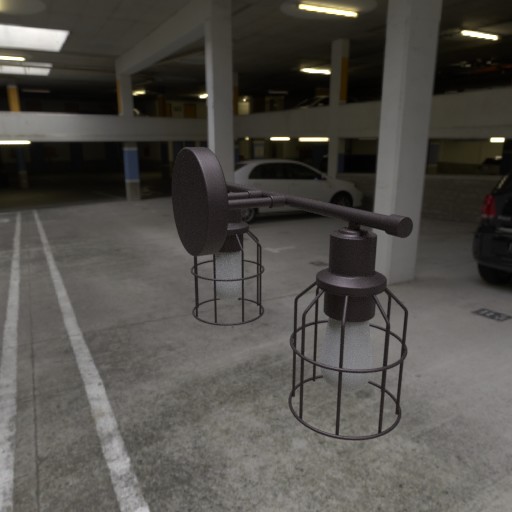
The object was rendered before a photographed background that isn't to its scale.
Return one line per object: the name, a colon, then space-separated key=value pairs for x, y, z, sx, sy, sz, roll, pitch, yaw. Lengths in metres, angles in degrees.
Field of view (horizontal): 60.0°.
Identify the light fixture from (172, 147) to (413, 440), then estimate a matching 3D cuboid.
light fixture: x=0.000 y=0.000 z=0.530 sx=0.165 sy=0.254 sz=0.406 roll=-8 pitch=17 yaw=-27
